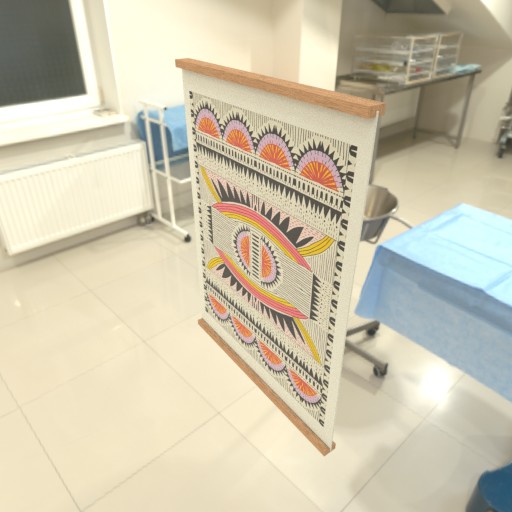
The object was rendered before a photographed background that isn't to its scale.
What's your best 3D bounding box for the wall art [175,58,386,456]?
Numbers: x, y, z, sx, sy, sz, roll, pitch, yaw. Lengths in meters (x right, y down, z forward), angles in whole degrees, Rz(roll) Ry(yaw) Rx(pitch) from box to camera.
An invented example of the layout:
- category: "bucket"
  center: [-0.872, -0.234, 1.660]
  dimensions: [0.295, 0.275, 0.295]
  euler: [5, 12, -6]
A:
- category: "wall art"
  center: [0.000, 0.000, 0.800]
  dimensions: [0.028, 0.609, 0.456]
  euler: [-21, 37, -30]
